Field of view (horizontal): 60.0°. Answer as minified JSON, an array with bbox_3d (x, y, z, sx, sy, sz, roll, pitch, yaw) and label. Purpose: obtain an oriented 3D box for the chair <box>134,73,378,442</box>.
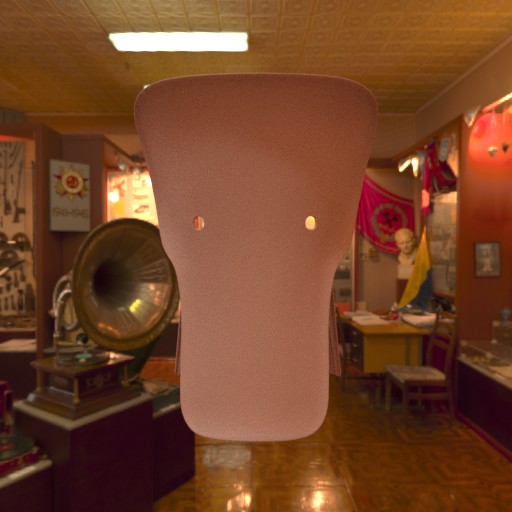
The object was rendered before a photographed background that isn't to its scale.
[{"bbox_3d":[0.000,0.000,0.851,0.451,0.554,0.402,0,1,1],"label":"chair"}]
